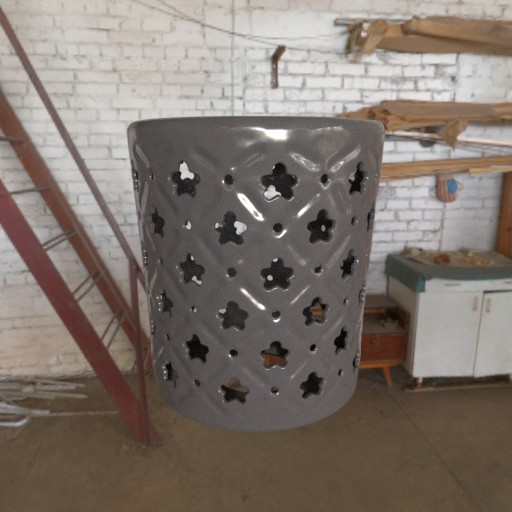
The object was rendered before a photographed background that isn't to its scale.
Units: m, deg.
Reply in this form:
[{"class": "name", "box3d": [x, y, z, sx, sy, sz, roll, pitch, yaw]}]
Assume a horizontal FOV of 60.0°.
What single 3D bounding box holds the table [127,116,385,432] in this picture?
[{"class": "table", "box3d": [0.000, 0.000, 0.666, 0.352, 0.387, 0.352, 0, 14, 0]}]
